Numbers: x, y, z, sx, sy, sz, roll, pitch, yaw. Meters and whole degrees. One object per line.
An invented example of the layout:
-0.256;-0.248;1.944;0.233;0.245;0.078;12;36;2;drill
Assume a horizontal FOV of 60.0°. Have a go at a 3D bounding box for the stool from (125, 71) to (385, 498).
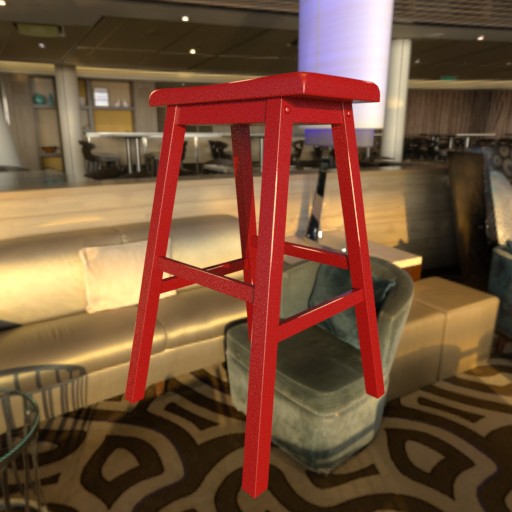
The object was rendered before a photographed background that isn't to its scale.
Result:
0.000;0.000;1.027;0.457;0.737;0.476;14;21;42;stool
